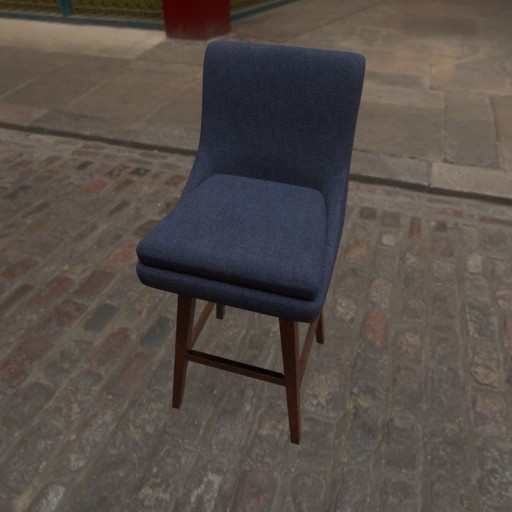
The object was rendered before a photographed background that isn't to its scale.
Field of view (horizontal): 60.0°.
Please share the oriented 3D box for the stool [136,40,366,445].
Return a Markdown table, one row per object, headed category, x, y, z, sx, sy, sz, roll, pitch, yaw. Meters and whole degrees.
| category | x | y | z | sx | sy | sz | roll | pitch | yaw |
| --- | --- | --- | --- | --- | --- | --- | --- | --- | --- |
| stool | 0.000 | 0.000 | 1.351 | 0.489 | 1.068 | 0.572 | 12 | 42 | 13 |
